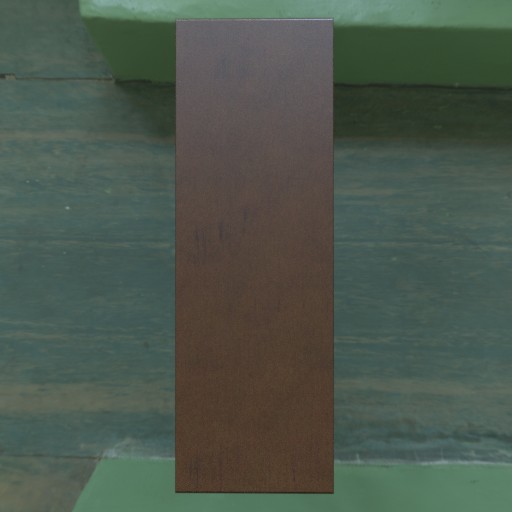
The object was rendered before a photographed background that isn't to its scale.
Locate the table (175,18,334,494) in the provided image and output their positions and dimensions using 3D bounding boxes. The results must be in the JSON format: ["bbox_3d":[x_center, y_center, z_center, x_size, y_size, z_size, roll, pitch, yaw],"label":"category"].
[{"bbox_3d":[0.000,0.000,1.488,0.399,0.763,1.197,0,90,1],"label":"table"}]
